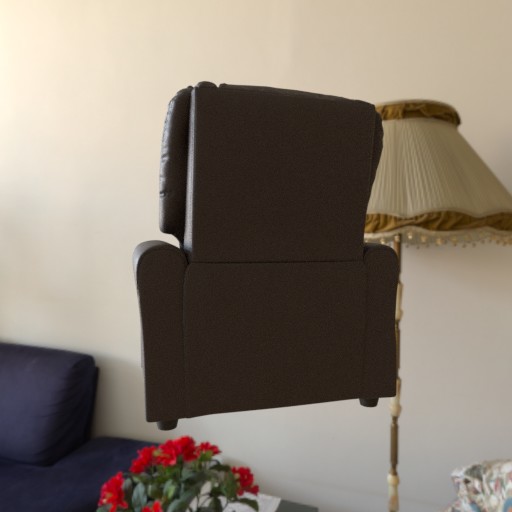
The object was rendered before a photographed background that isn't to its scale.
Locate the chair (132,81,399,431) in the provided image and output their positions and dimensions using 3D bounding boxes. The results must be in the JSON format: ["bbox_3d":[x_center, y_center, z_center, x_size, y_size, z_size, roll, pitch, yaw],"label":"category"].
[{"bbox_3d":[0.000,0.000,1.139,0.610,0.709,0.521,0,2,-16],"label":"chair"}]
